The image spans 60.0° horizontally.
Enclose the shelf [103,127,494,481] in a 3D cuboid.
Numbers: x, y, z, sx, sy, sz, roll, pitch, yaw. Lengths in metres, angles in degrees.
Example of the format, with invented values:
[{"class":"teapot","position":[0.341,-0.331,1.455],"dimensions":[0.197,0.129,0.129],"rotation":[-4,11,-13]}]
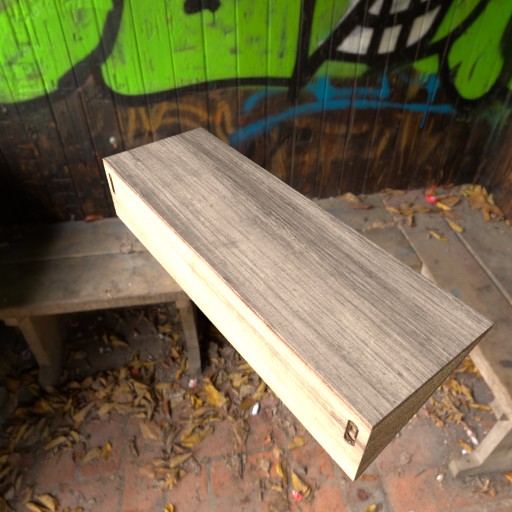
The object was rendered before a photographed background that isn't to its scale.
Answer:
[{"class":"shelf","position":[0.000,0.000,0.668],"dimensions":[0.200,0.125,0.610],"rotation":[-27,48,-27]}]
